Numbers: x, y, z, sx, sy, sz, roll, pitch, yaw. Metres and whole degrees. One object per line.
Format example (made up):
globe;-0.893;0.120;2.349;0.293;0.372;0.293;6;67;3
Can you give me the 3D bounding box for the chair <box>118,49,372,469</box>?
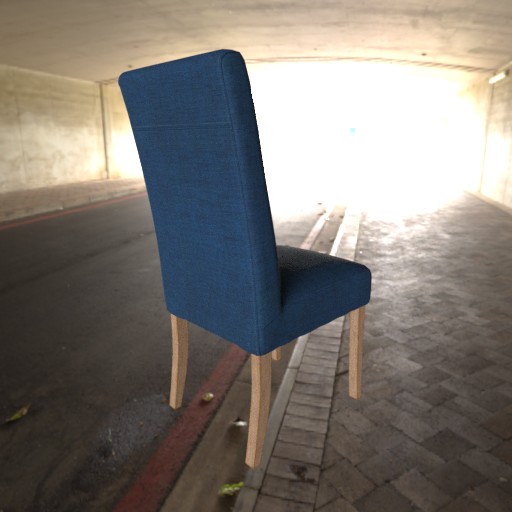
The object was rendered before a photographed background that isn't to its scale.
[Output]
chair;0.000;0.000;1.336;0.610;1.029;0.450;-13;20;-42
